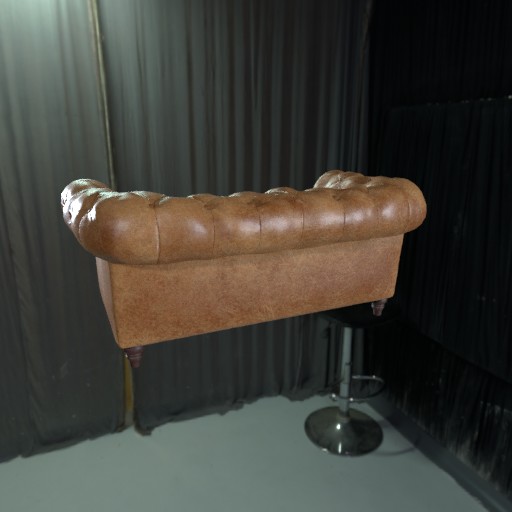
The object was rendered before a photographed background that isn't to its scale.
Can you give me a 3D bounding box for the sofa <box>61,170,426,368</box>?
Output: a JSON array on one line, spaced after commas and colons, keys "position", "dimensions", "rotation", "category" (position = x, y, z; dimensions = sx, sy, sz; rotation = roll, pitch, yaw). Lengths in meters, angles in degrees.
[{"position": [0.000, 0.000, 2.555], "dimensions": [1.979, 0.877, 1.042], "rotation": [-7, 17, -24], "category": "sofa"}]
